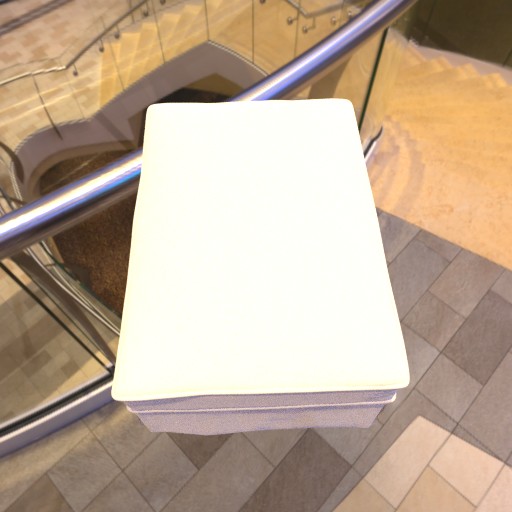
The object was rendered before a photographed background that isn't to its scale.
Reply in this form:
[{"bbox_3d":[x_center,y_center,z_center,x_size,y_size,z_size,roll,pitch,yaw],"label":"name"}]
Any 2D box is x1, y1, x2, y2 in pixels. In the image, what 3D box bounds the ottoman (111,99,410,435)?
[{"bbox_3d":[0.000,0.000,1.330,0.703,0.479,0.944,-2,60,-1],"label":"ottoman"}]
